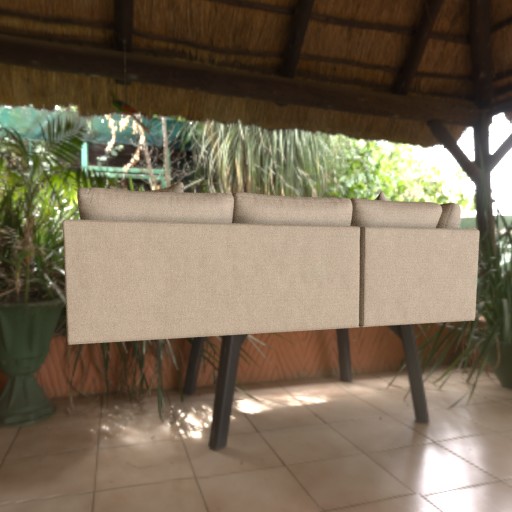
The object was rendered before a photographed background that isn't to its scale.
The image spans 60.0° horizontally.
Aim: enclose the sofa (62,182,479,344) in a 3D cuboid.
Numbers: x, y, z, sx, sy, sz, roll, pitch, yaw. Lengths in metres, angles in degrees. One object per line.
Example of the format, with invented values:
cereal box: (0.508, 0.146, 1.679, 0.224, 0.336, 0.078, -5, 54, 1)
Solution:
sofa: (0.000, 0.000, 3.811, 2.896, 0.978, 1.994, 0, 0, -19)
